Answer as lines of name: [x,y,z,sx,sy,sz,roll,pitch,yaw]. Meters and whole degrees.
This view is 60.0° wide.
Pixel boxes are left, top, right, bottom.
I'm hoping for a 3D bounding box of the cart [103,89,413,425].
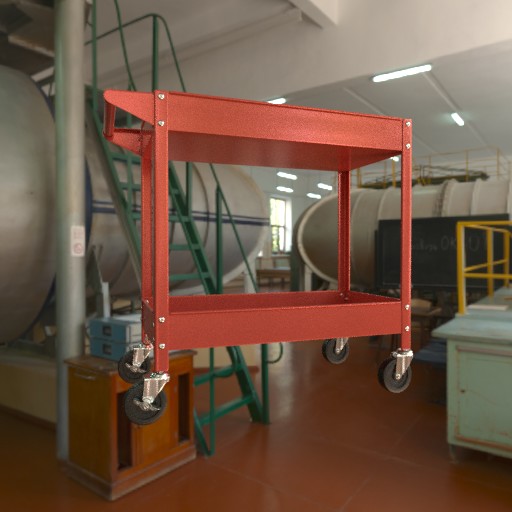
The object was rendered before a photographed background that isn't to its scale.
cart: [0.000,0.000,1.198,0.779,0.719,0.366,0,1,-19]
